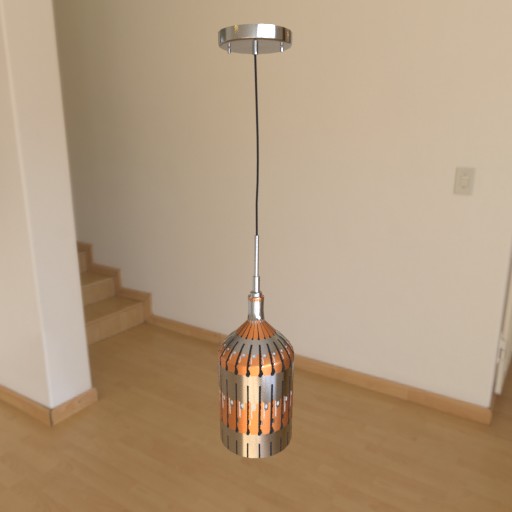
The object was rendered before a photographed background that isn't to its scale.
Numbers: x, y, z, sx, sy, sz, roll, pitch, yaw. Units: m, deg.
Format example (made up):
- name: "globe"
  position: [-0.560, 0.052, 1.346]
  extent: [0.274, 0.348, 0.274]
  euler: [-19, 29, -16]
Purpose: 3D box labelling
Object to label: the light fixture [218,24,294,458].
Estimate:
- name: "light fixture"
  position: [0.000, 0.000, 1.669]
  extent: [0.303, 1.535, 0.303]
  euler: [0, 14, 0]
